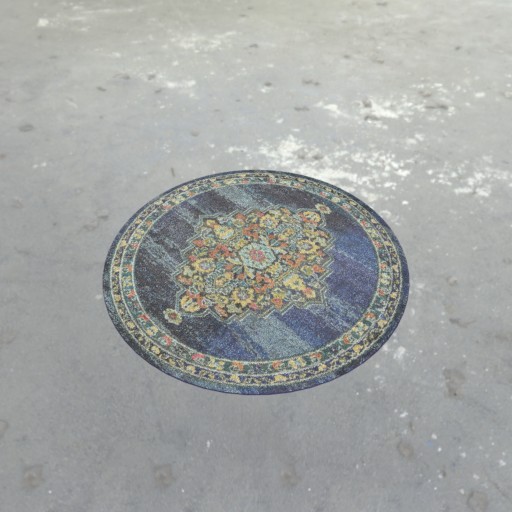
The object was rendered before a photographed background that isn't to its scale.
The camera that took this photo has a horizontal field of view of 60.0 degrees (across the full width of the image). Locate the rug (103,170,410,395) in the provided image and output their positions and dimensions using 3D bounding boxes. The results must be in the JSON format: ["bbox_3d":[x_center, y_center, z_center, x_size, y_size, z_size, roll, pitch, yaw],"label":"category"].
[{"bbox_3d":[0.000,0.000,3.543,2.386,0.014,2.386,0,45,0],"label":"rug"}]
